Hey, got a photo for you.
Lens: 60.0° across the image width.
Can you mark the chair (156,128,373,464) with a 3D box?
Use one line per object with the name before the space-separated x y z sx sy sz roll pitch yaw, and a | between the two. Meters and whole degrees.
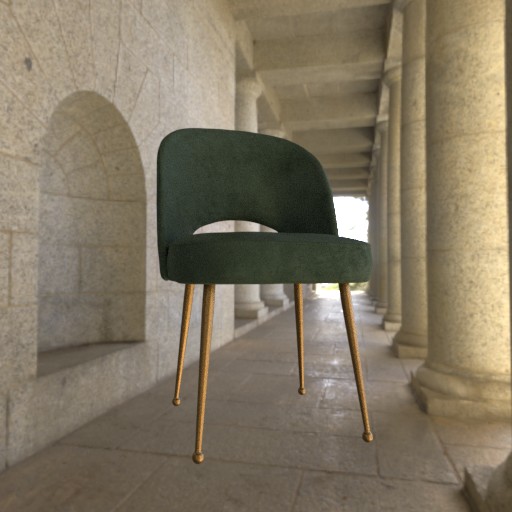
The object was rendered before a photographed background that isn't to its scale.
chair | 0.000 0.000 1.209 0.527 0.860 0.577 0 -2 -17
